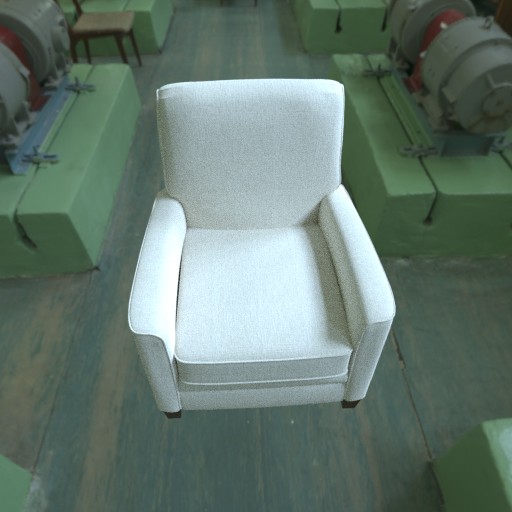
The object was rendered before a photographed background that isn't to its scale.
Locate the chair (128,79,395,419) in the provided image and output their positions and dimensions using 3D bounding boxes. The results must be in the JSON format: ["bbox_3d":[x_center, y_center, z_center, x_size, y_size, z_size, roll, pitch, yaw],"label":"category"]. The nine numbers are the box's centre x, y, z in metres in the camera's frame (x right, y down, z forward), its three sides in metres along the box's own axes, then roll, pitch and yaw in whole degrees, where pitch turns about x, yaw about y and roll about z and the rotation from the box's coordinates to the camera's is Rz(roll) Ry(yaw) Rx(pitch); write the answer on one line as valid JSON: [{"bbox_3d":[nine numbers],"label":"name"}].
[{"bbox_3d":[0.000,0.000,1.667,0.841,1.028,0.858,-3,46,-3],"label":"chair"}]
